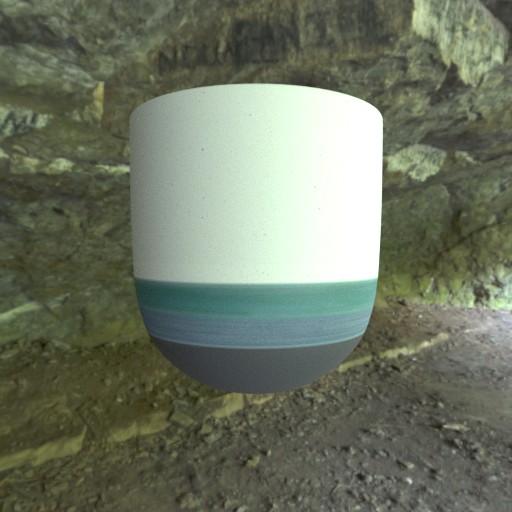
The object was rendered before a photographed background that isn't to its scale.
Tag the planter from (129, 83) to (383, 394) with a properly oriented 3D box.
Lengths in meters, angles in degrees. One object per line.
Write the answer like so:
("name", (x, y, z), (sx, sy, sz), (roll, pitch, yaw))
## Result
("planter", (0.000, 0.000, 0.373), (0.204, 0.214, 0.204), (0, 1, 0))
